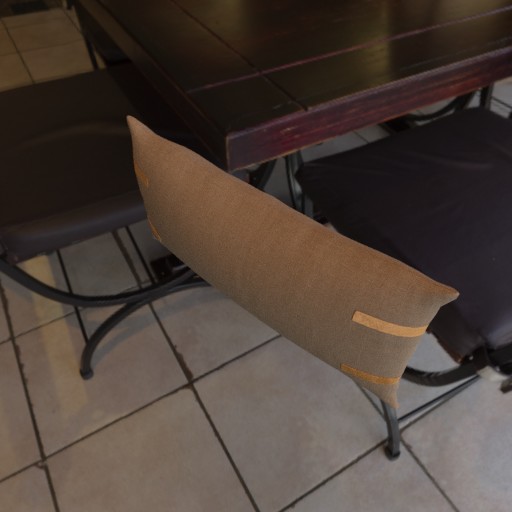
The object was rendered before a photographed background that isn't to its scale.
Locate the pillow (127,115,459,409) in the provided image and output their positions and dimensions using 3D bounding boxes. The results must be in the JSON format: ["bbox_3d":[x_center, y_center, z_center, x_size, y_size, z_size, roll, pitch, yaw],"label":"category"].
[{"bbox_3d":[0.000,0.000,0.746,0.612,0.308,0.148,33,56,26],"label":"pillow"}]
